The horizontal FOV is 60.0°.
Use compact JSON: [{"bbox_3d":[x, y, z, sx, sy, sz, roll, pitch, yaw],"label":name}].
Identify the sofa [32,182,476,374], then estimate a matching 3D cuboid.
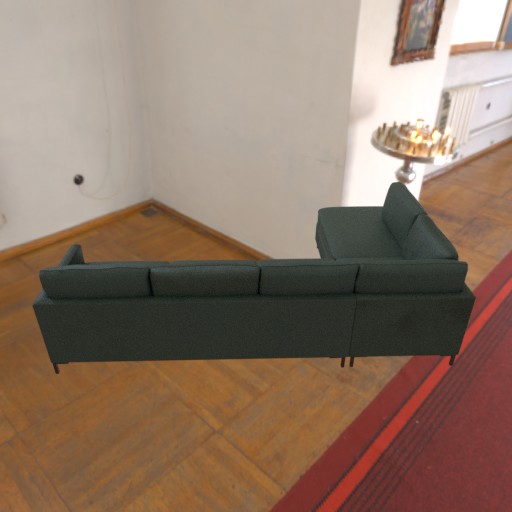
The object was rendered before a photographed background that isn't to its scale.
[{"bbox_3d":[0.000,0.000,4.319,3.384,0.996,2.048,-1,31,-1],"label":"sofa"}]
